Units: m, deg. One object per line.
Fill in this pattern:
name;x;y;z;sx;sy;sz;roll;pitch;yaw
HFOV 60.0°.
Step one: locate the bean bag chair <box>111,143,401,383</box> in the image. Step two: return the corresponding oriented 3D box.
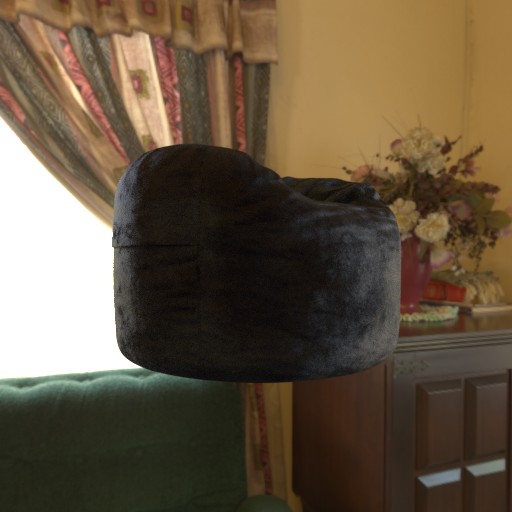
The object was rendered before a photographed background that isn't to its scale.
bean bag chair;0.000;0.000;1.470;0.918;0.616;0.918;0;0;0
